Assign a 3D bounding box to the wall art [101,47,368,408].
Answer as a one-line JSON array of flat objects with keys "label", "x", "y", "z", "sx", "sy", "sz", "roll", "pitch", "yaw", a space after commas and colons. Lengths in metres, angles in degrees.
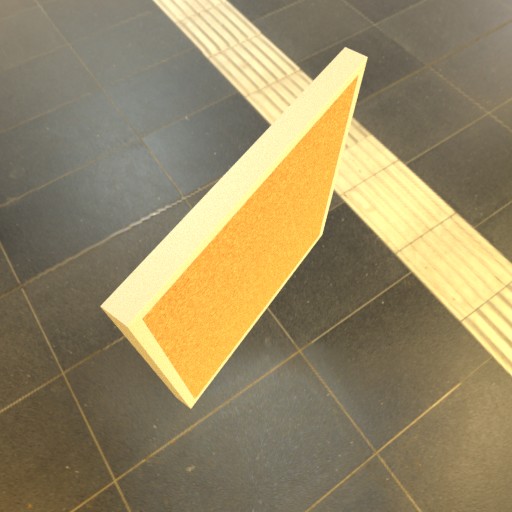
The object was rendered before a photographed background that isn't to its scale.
[{"label": "wall art", "x": 0.000, "y": 0.000, "z": 0.778, "sx": 0.038, "sy": 0.505, "sz": 0.506, "roll": 32, "pitch": 67, "yaw": 16}]
